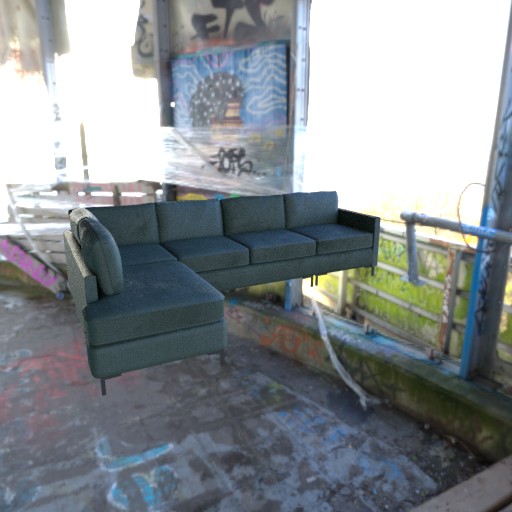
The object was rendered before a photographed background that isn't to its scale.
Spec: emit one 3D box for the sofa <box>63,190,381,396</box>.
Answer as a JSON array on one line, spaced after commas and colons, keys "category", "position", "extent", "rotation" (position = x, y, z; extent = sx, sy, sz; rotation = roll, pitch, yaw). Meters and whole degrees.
[{"category": "sofa", "position": [0.000, 0.000, 4.347], "extent": [3.384, 0.996, 2.048], "rotation": [-8, 17, -26]}]
